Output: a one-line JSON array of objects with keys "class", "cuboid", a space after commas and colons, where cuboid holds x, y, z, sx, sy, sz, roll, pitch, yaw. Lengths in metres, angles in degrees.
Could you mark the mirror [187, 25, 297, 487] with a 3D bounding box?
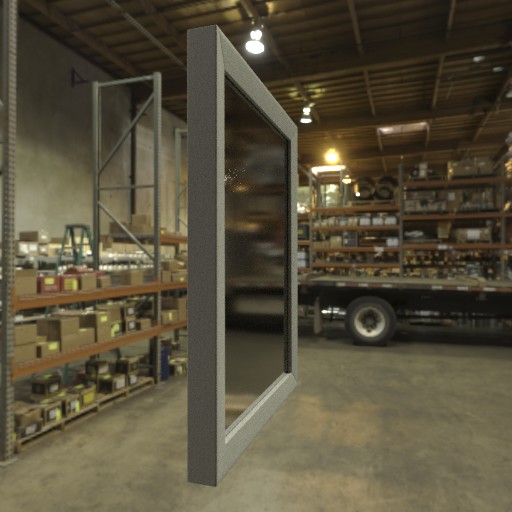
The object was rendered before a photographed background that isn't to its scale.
[{"class": "mirror", "cuboid": [0.000, 0.000, 0.685, 0.041, 0.508, 0.405, 0, 0, 18]}]
